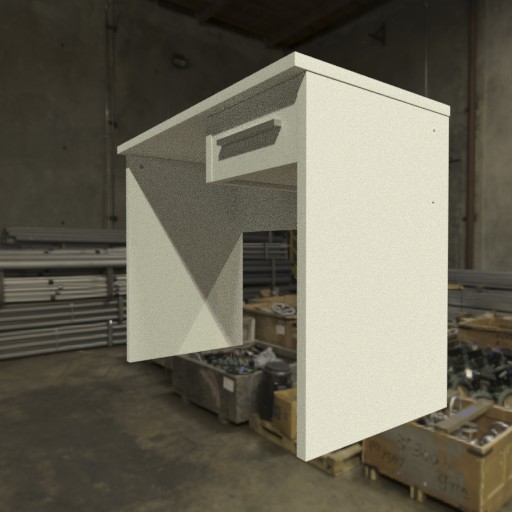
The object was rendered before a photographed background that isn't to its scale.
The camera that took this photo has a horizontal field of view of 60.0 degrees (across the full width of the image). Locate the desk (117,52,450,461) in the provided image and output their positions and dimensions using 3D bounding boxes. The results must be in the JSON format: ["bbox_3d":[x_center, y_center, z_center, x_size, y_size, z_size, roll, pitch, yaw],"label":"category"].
[{"bbox_3d":[0.000,0.000,1.287,0.498,0.729,0.900,-1,1,-37],"label":"desk"}]
